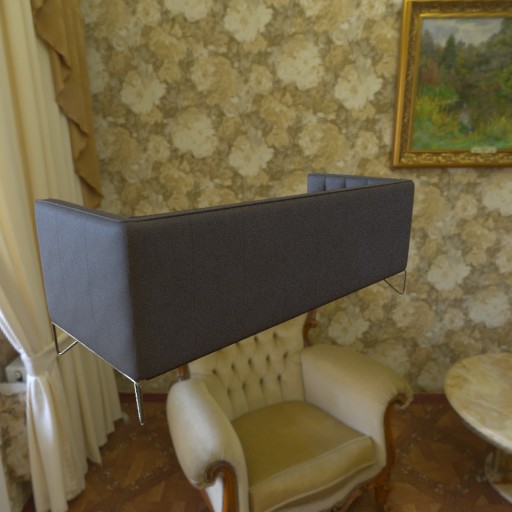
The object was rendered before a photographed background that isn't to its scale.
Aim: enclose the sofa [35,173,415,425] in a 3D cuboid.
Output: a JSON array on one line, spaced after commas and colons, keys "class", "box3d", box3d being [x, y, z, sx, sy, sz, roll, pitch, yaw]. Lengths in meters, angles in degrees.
[{"class": "sofa", "box3d": [0.000, 0.000, 2.541, 2.087, 0.789, 0.867, -15, 21, -43]}]
